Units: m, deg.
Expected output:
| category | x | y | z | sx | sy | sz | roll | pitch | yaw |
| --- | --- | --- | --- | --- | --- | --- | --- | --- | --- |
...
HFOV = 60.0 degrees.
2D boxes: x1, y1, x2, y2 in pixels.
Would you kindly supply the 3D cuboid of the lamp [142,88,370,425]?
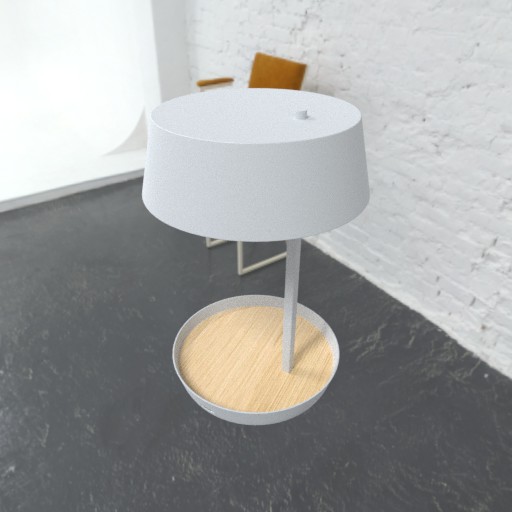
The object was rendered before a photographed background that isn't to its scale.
| category | x | y | z | sx | sy | sz | roll | pitch | yaw |
| --- | --- | --- | --- | --- | --- | --- | --- | --- | --- |
| lamp | 0.000 | 0.000 | 0.637 | 0.291 | 0.429 | 0.291 | 0 | 32 | 0 |
